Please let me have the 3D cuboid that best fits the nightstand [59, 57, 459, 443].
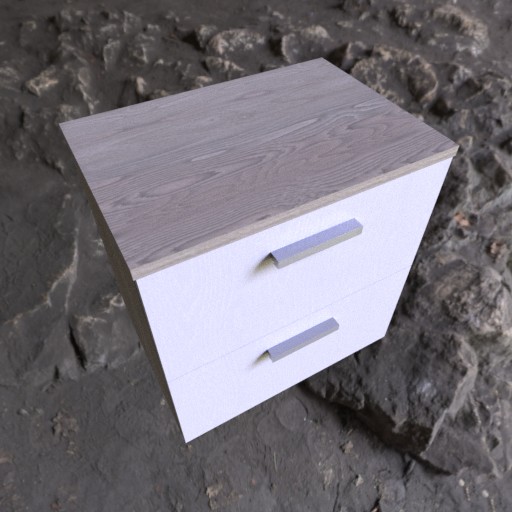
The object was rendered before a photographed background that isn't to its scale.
[{"bbox_3d":[0.000,0.000,0.756,0.442,0.461,0.325,-22,51,-20],"label":"nightstand"}]
